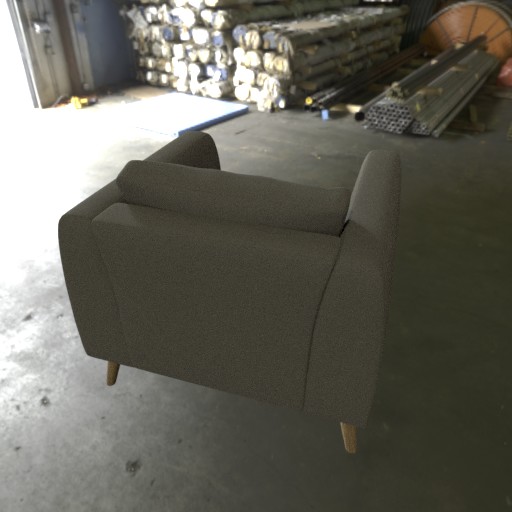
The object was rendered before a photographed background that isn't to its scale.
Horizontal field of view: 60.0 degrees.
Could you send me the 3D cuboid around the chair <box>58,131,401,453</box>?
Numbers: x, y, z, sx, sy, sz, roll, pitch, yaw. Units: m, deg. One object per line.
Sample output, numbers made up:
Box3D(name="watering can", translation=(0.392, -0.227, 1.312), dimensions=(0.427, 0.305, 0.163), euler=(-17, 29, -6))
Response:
Box3D(name="chair", translation=(0.000, 0.000, 1.688), dimensions=(1.000, 0.860, 0.930), euler=(10, 34, 15))
